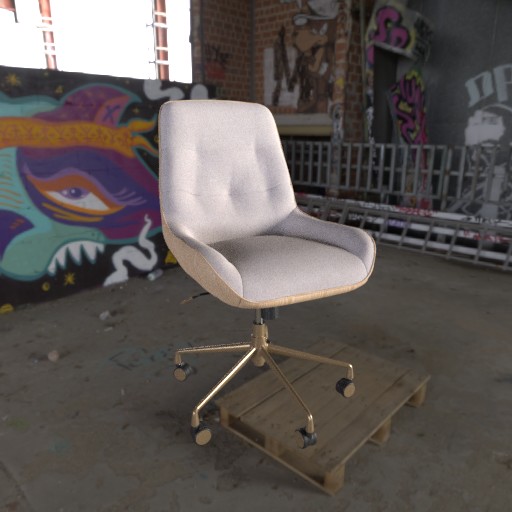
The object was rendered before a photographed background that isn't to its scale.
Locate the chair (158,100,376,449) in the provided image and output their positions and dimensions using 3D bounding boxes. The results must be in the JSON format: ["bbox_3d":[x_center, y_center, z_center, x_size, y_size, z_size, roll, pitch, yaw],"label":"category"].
[{"bbox_3d":[0.000,0.000,1.379,0.564,0.952,0.668,-8,18,-26],"label":"chair"}]
